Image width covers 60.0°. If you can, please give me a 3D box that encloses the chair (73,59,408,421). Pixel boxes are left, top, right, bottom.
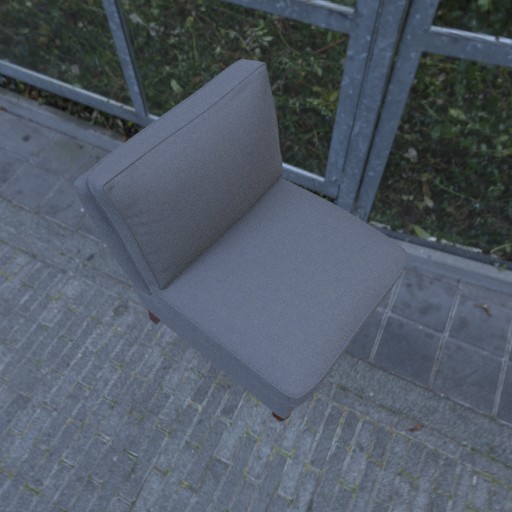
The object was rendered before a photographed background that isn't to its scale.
[{"bbox_3d":[0.000,0.000,1.658,0.924,1.045,0.724,35,64,20],"label":"chair"}]
